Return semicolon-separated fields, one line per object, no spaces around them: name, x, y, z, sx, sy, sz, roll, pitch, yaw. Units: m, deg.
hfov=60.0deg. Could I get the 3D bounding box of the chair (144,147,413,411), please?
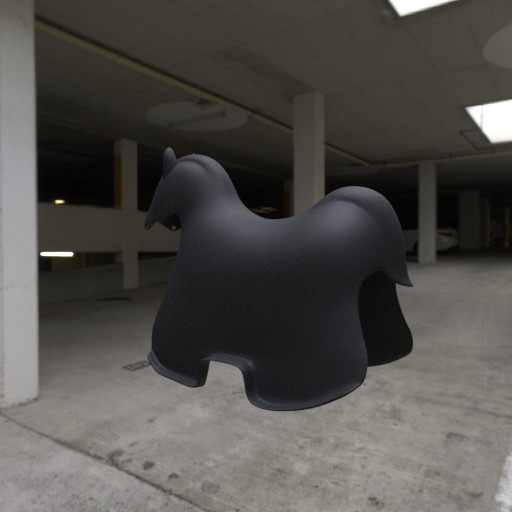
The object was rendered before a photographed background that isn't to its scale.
chair;0.000;0.000;1.152;0.800;0.612;0.429;1;1;35
